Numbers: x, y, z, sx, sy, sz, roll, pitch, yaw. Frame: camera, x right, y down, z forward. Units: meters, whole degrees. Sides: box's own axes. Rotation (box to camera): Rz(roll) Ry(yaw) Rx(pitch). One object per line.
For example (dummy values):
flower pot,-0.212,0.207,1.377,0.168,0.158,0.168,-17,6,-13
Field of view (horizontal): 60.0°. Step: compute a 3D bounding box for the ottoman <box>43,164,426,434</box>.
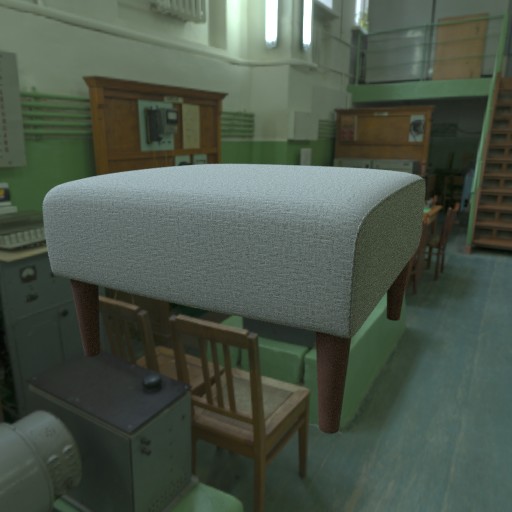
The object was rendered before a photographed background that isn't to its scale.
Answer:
ottoman,0.000,0.000,1.032,0.650,0.398,0.649,8,17,27
